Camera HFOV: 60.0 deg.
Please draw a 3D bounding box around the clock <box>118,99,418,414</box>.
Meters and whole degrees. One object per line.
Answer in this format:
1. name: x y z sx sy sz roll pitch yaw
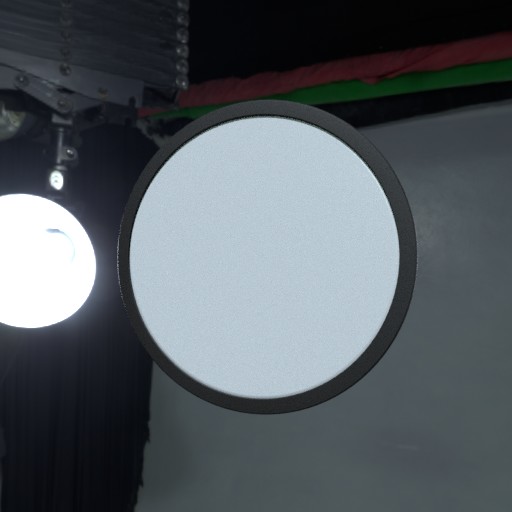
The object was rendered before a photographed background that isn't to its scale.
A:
1. clock: 0.000 0.000 0.429 0.293 0.293 0.040 -1 -2 18
